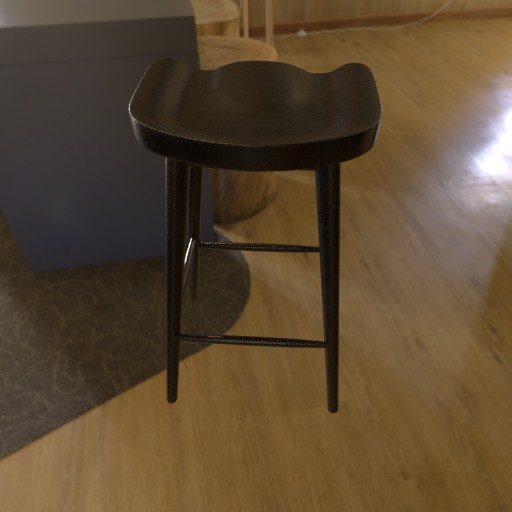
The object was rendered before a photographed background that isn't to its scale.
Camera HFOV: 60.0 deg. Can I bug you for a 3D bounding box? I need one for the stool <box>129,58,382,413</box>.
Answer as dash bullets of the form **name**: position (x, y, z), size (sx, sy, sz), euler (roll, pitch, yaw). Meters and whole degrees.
- **stool**: position (0.000, 0.000, 0.985), size (0.440, 0.749, 0.361), euler (3, 46, 3)
